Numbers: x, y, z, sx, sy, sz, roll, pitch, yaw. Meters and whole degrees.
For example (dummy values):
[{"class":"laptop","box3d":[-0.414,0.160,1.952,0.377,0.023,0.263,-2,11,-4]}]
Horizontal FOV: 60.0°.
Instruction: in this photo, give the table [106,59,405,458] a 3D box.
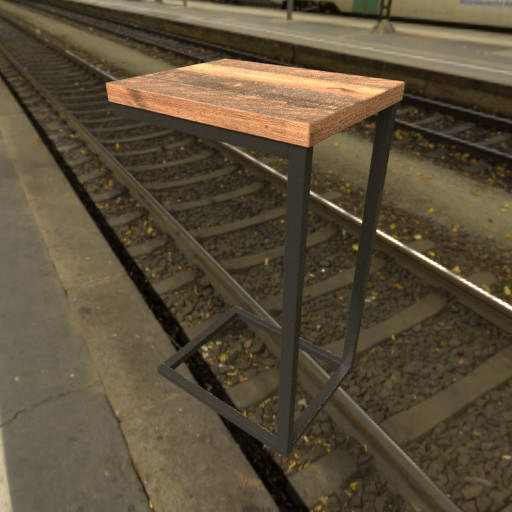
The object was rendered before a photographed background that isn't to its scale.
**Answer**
[{"class":"table","box3d":[0.000,0.000,0.965,0.414,0.718,0.323,22,39,31]}]
